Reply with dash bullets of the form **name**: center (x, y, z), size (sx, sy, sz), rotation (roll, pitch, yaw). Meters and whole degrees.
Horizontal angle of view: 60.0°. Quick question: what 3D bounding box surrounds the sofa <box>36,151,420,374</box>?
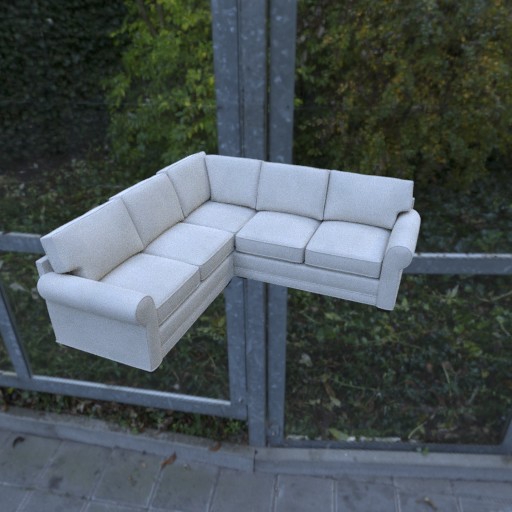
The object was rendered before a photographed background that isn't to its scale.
- **sofa**: center (0.000, 0.000, 3.888), size (2.569, 1.054, 2.487), rotation (11, 31, 19)
